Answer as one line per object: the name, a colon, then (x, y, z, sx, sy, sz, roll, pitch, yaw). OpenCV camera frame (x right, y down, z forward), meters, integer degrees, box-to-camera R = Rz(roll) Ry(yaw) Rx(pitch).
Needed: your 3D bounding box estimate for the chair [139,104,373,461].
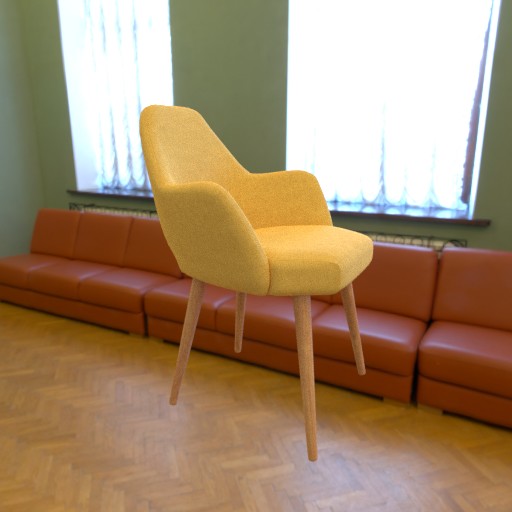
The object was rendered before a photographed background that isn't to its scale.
chair: (0.000, 0.000, 1.271, 0.610, 0.840, 0.590, 7, 16, 26)
